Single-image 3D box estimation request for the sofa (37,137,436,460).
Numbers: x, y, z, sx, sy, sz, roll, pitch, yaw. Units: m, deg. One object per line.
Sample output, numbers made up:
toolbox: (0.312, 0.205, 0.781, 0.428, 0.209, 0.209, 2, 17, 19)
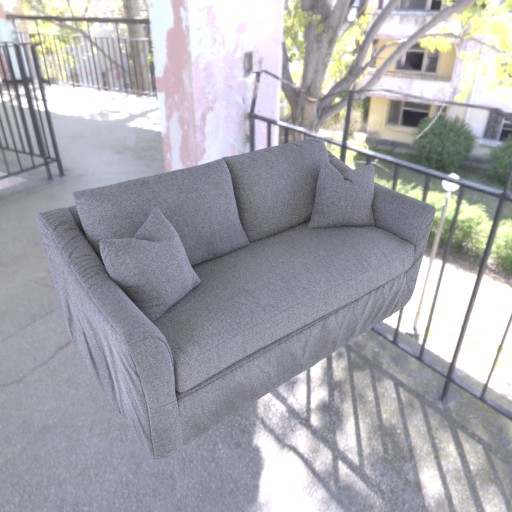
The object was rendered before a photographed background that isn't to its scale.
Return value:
sofa: (0.000, 0.000, 2.570, 2.010, 1.018, 1.072, -22, 37, -33)
